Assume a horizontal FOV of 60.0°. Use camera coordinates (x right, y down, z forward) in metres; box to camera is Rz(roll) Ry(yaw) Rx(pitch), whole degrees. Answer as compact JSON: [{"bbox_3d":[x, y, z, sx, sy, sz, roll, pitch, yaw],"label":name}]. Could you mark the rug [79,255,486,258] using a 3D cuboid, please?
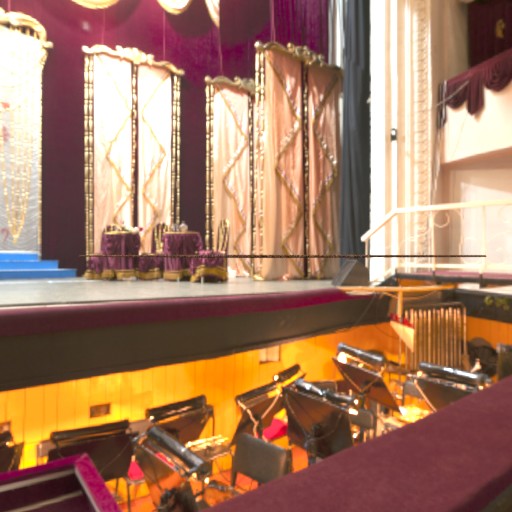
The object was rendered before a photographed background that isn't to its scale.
[{"bbox_3d":[0.000,0.000,4.251,2.448,0.017,3.204,0,0,-37],"label":"rug"}]
